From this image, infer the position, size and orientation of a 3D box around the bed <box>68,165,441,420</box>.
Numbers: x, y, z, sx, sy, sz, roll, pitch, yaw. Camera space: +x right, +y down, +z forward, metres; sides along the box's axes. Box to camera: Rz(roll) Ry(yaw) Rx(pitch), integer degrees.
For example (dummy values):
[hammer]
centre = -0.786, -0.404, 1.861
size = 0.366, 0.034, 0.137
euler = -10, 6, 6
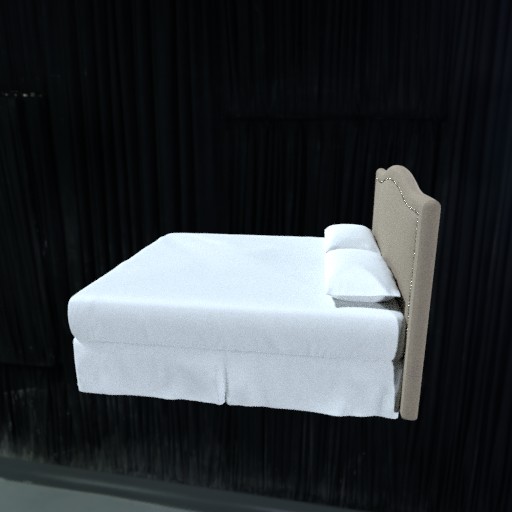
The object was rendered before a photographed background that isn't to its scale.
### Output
[bed]
centre = 0.000, 0.000, 3.501
size = 2.182, 1.421, 2.083
euler = 2, 16, 8
